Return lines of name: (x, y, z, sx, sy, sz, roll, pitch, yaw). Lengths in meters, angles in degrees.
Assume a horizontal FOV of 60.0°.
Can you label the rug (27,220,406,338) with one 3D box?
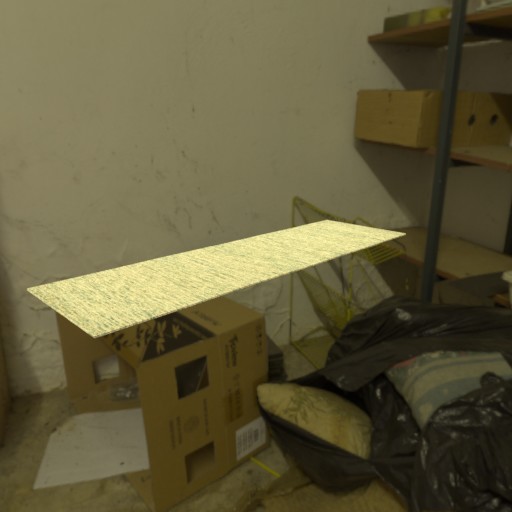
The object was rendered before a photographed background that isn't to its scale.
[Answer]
rug: (0.000, 0.000, 2.579, 2.290, 0.014, 0.700, -15, 22, -43)
